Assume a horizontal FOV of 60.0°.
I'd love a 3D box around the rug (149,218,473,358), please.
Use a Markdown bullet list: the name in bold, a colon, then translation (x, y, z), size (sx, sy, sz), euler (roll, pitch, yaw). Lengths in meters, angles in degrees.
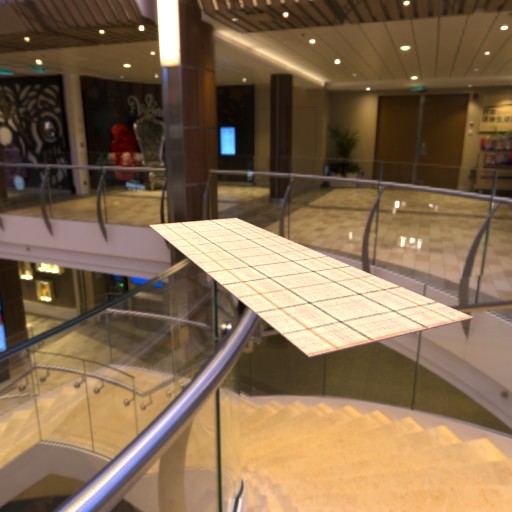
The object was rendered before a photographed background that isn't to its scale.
- **rug**: translation (0.000, 0.000, 2.669), size (0.762, 0.008, 2.439), euler (-7, 17, -24)
